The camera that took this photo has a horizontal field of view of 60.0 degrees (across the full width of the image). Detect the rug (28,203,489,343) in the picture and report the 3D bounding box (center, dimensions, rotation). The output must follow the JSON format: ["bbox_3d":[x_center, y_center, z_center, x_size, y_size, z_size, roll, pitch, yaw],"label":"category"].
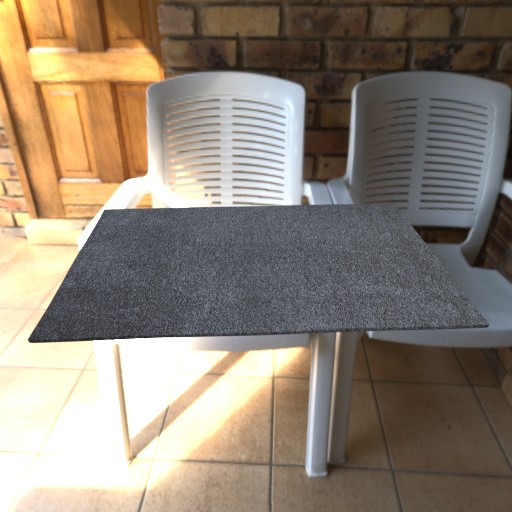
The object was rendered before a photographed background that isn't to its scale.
[{"bbox_3d":[0.000,0.000,3.358,2.699,0.026,1.802,-1,30,-3],"label":"rug"}]
